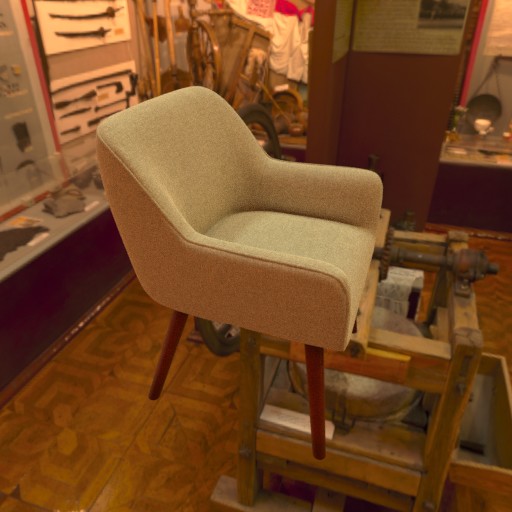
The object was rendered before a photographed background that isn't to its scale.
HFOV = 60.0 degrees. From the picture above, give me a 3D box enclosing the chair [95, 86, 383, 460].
[{"bbox_3d":[0.000,0.000,1.249,0.610,0.813,0.610,11,33,17],"label":"chair"}]
